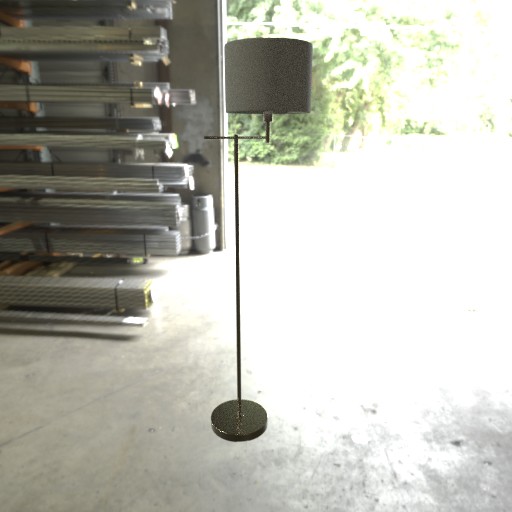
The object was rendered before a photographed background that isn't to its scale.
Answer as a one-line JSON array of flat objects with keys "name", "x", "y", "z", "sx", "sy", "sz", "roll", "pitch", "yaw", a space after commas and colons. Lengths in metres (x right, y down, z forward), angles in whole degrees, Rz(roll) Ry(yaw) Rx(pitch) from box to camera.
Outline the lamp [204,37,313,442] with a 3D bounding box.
[{"name": "lamp", "x": 0.000, "y": 0.000, "z": 1.838, "sx": 0.416, "sy": 1.600, "sz": 0.324, "roll": -3, "pitch": 16, "yaw": -10}]
